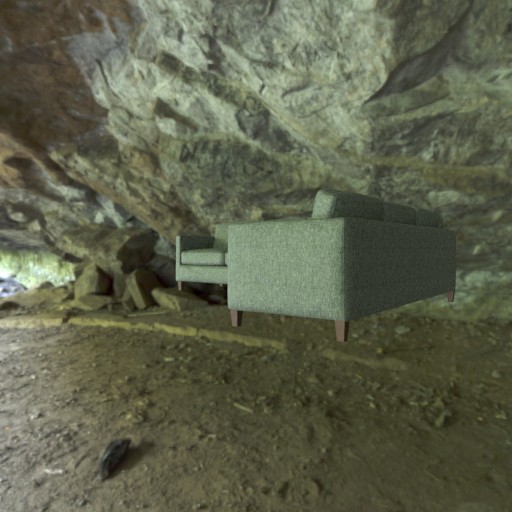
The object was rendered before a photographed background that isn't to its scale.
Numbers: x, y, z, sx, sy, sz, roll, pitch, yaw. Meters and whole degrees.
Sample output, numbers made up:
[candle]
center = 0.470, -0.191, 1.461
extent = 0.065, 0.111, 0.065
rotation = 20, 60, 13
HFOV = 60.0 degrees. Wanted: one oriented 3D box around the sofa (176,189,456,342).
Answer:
[sofa]
center = 0.000, 0.000, 4.573
extent = 3.302, 0.947, 2.593
rotation = 1, 1, 38
